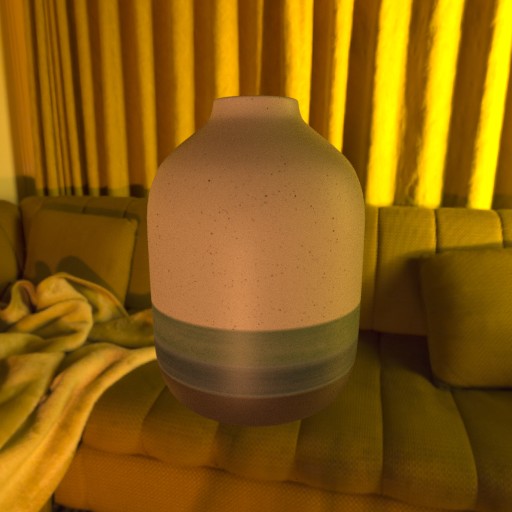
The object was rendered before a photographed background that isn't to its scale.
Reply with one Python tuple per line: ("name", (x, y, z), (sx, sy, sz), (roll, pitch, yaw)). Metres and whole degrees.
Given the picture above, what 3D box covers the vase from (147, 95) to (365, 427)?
("vase", (0.000, 0.000, 0.360), (0.169, 0.240, 0.169), (0, 13, 0))
